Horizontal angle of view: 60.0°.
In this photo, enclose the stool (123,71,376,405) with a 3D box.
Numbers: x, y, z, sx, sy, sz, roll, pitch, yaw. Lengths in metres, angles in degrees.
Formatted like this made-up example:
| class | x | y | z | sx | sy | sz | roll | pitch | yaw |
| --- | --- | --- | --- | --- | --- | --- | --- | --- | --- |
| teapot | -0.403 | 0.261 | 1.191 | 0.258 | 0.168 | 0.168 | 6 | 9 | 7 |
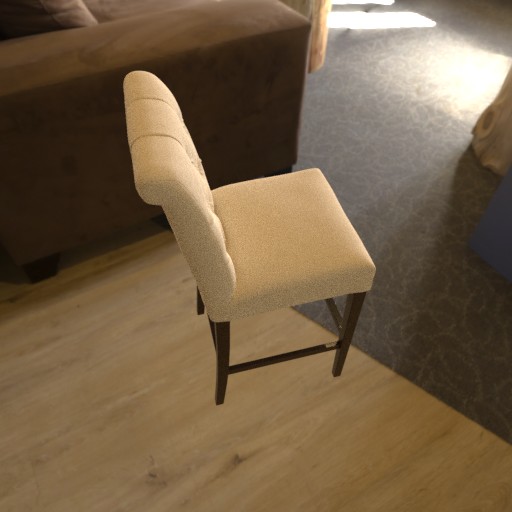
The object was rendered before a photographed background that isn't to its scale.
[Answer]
| class | x | y | z | sx | sy | sz | roll | pitch | yaw |
| --- | --- | --- | --- | --- | --- | --- | --- | --- | --- |
| stool | 0.000 | 0.000 | 1.456 | 0.610 | 1.118 | 0.482 | -11 | 50 | -9 |
